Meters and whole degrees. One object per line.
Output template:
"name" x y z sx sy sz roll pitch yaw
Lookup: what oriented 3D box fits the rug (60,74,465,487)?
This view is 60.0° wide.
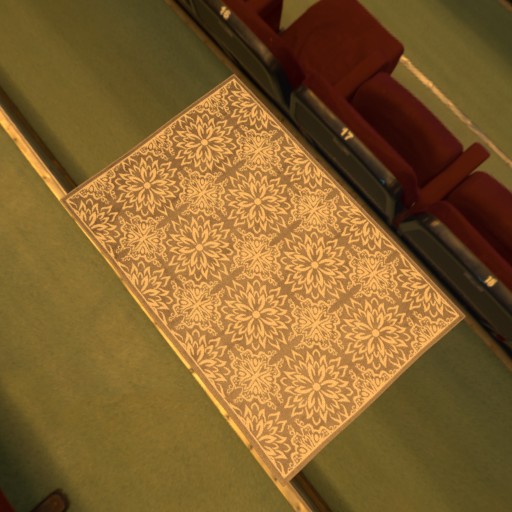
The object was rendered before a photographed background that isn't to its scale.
"rug" 0.000 0.000 2.317 1.224 0.012 1.847 -39 79 -9
